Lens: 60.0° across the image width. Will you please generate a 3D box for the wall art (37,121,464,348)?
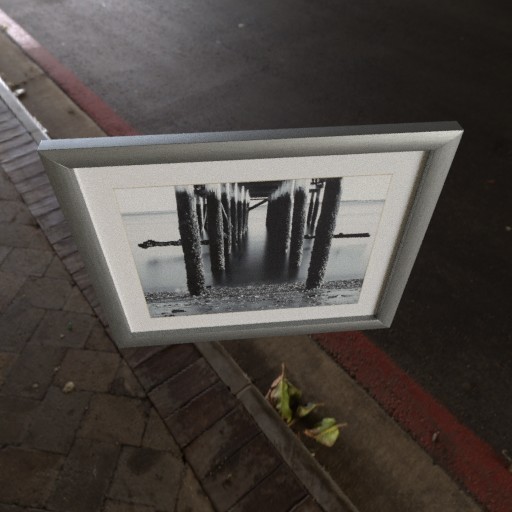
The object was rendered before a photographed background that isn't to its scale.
[{"bbox_3d":[0.000,0.000,0.747,0.556,0.457,0.028,-4,46,-4],"label":"wall art"}]
